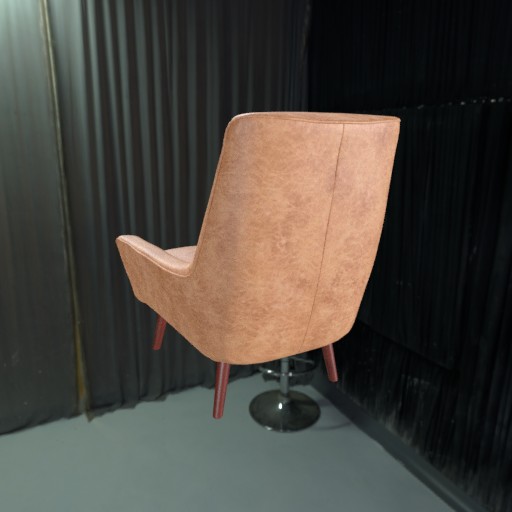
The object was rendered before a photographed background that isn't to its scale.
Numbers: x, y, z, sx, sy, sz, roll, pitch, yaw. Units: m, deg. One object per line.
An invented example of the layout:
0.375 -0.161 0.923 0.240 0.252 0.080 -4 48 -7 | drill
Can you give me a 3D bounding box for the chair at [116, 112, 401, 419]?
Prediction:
0.000 0.000 1.485 0.753 0.883 0.851 -8 17 -28 | chair
